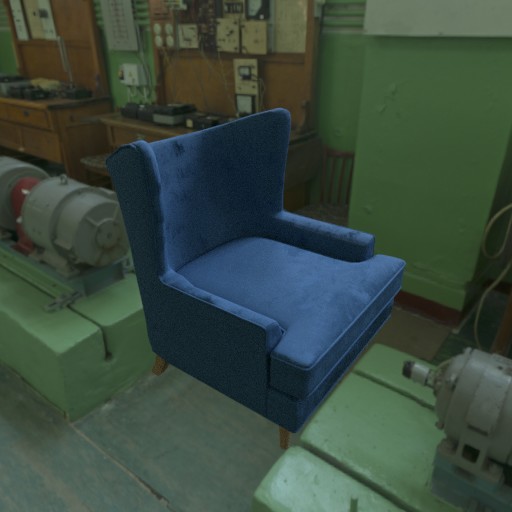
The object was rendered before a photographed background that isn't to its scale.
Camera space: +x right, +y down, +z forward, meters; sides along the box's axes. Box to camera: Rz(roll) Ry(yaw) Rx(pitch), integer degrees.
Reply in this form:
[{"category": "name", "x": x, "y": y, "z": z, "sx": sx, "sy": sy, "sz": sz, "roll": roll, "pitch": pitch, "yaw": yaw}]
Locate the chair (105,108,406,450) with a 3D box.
[{"category": "chair", "x": 0.000, "y": 0.000, "z": 1.670, "sx": 0.910, "sy": 0.952, "sz": 0.793, "roll": 19, "pitch": 33, "yaw": 32}]
